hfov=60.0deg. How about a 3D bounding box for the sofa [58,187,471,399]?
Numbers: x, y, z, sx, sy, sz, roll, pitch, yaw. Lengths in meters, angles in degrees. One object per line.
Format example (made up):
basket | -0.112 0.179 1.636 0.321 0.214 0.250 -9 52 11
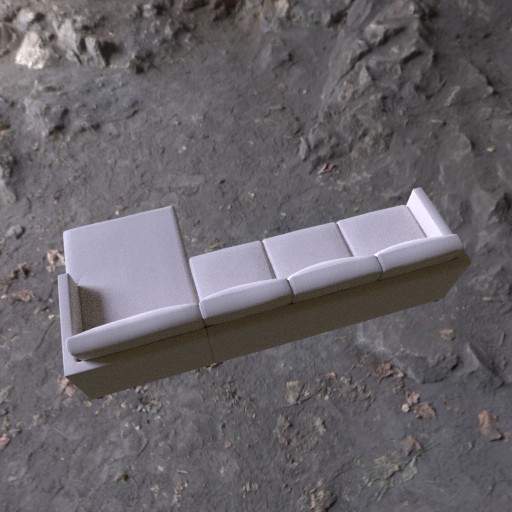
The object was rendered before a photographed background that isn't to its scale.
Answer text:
sofa | 0.000 0.000 4.190 3.471 0.954 1.599 -14 58 -9
